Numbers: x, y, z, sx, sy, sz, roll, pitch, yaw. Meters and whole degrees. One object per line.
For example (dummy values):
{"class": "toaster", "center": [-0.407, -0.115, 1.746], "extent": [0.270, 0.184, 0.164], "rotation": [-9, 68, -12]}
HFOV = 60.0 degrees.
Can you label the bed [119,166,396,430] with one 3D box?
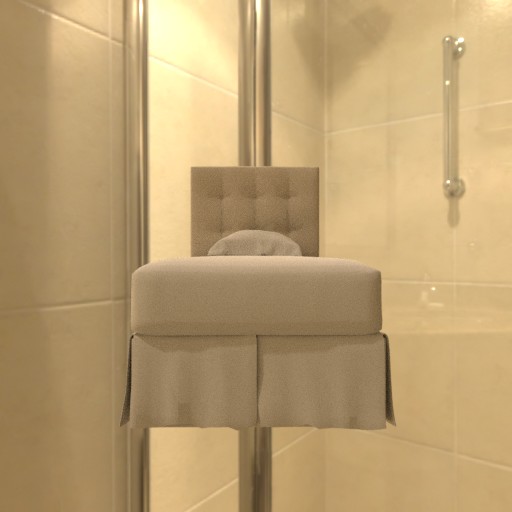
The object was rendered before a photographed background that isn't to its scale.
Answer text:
{"class": "bed", "center": [0.000, 0.000, 2.969], "extent": [1.261, 1.571, 1.997], "rotation": [0, 0, -1]}
